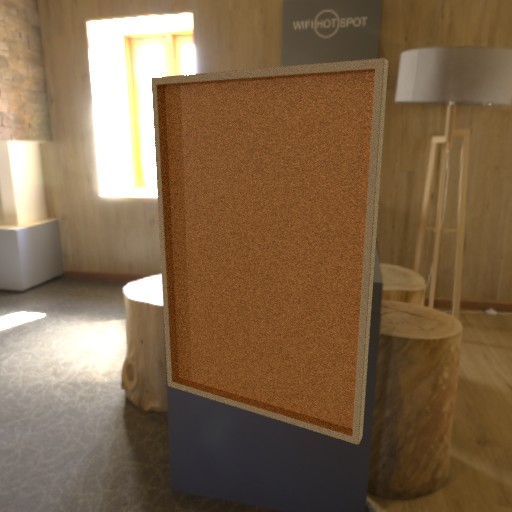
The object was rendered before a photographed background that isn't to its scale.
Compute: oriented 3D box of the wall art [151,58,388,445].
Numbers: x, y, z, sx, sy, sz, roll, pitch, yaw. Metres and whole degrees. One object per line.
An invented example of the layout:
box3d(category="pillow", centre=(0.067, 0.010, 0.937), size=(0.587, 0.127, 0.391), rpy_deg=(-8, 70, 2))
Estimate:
box3d(category="wall art", centre=(0.000, 0.000, 1.170), size=(0.610, 0.914, 0.038), rpy_deg=(7, 16, 27))
